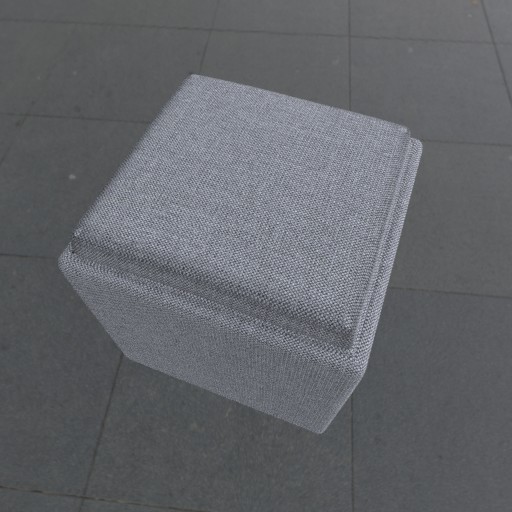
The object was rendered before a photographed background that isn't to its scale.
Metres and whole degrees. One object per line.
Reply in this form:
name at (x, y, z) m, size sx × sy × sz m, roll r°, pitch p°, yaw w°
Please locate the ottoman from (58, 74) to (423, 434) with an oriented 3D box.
ottoman at (0.000, 0.000, 0.841) m, size 0.454 × 0.487 × 0.436 m, roll 18°, pitch 60°, yaw 11°
